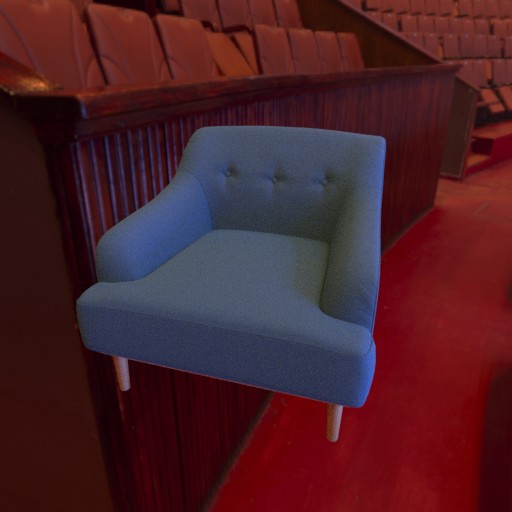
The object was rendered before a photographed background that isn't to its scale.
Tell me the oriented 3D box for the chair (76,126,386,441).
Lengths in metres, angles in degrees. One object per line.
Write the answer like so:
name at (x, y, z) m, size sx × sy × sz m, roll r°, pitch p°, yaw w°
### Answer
chair at (0.000, 0.000, 1.663) m, size 0.946 × 0.818 × 0.951 m, roll 8°, pitch 26°, yaw 16°
